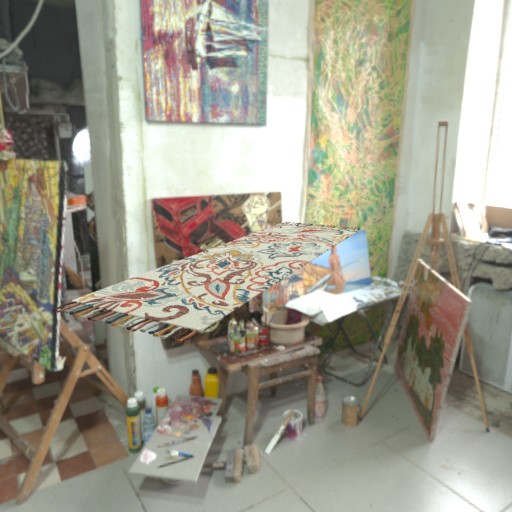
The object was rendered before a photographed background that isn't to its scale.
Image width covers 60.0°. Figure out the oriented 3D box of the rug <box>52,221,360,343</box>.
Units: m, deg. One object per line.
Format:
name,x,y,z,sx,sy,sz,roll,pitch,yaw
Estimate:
rug,0.000,0.000,3.037,0.763,0.015,2.682,7,16,27
